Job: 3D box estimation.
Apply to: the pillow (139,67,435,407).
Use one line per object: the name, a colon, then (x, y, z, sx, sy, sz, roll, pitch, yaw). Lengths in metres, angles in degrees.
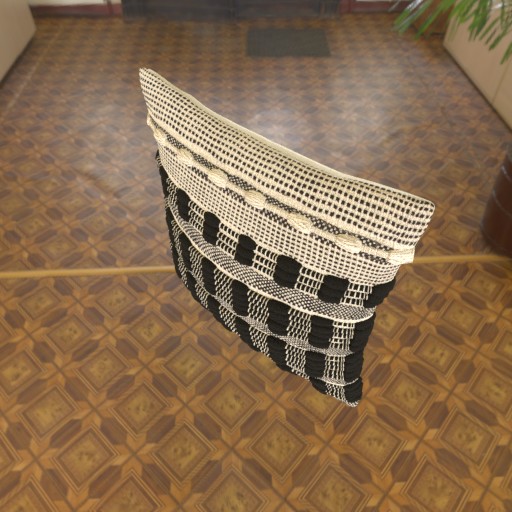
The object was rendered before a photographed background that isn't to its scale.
pillow: (0.000, 0.000, 0.661, 0.436, 0.438, 0.156, 33, 55, 27)
